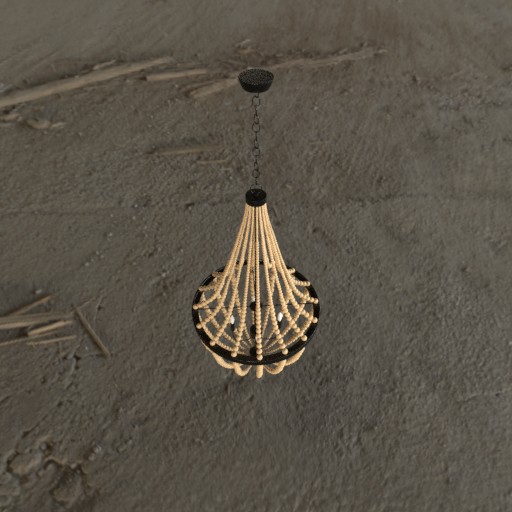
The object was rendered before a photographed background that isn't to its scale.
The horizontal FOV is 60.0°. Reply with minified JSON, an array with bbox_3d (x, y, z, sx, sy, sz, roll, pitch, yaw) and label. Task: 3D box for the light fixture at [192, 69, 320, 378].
[{"bbox_3d":[0.000,0.000,1.378,0.450,1.133,0.450,0,46,0],"label":"light fixture"}]
